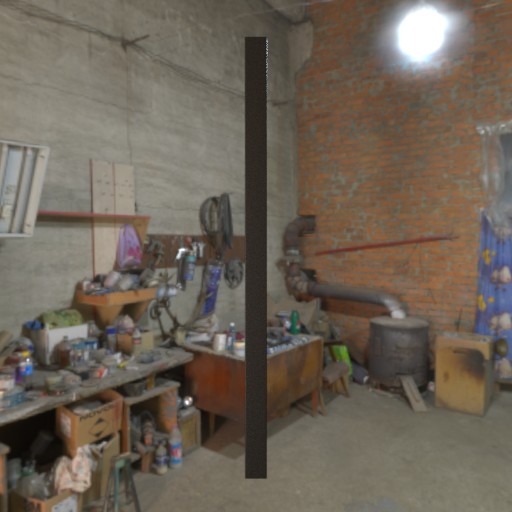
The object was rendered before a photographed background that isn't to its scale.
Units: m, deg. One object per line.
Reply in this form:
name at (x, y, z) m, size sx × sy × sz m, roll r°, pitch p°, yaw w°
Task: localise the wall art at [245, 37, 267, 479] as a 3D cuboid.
wall art at (0.000, 0.000, 1.148) m, size 0.038 × 0.765 × 0.765 m, roll 0°, pitch 1°, yaw 0°
